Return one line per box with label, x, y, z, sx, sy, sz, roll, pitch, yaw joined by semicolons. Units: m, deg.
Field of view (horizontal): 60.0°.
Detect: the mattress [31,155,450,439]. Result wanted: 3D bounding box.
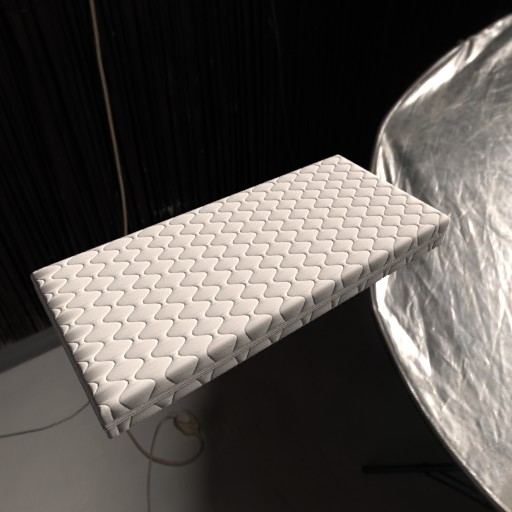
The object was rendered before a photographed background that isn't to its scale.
mattress;0.000;0.000;2.307;2.000;0.200;0.900;-25;47;-26
